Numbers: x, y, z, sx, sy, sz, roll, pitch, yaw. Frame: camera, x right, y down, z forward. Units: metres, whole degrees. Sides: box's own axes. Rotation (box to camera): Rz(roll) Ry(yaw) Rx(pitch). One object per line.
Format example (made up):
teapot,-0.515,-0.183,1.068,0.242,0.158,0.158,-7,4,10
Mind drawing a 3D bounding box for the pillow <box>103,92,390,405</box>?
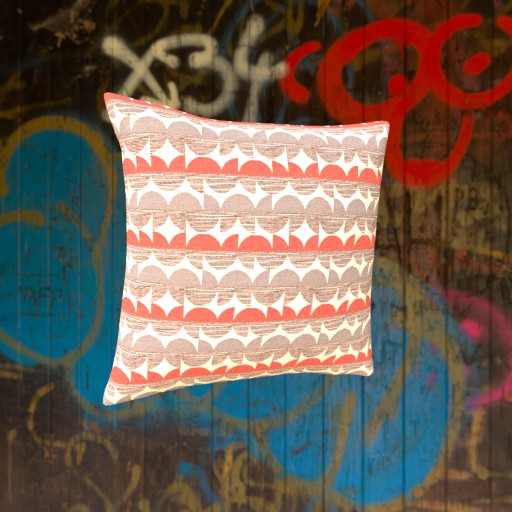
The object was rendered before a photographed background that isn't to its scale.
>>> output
pillow,0.000,0.000,0.640,0.420,0.410,0.180,0,0,-17
